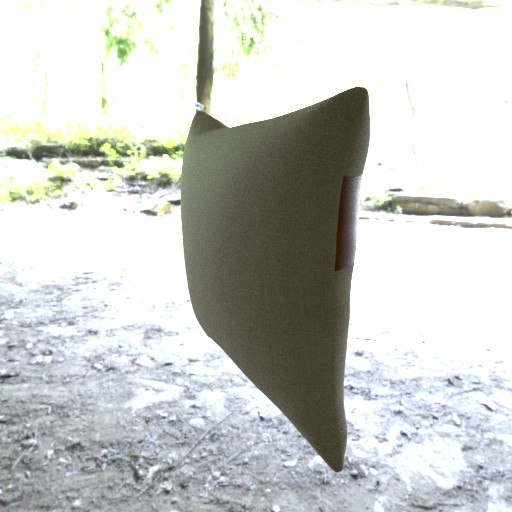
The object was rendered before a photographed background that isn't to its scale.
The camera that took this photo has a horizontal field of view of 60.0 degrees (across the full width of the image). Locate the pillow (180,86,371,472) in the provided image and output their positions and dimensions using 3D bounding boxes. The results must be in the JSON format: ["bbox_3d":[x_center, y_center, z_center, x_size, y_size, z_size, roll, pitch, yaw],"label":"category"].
[{"bbox_3d":[0.000,0.000,0.607,0.173,0.399,0.414,-7,16,-26],"label":"pillow"}]
